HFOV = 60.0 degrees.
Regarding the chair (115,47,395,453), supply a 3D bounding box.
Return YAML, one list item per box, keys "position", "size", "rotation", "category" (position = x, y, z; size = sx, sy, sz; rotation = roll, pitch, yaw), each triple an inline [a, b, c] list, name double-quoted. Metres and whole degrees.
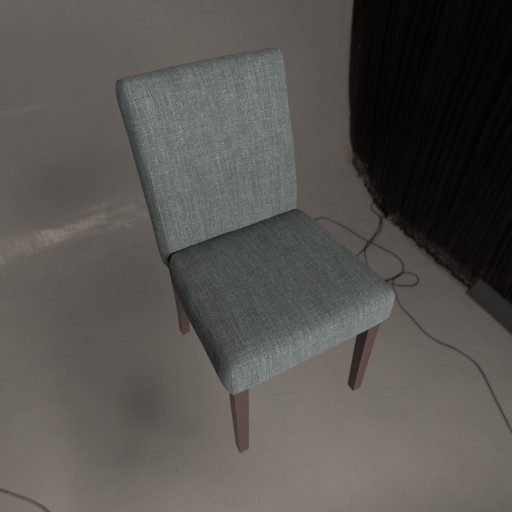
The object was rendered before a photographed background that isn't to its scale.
- position: [0.000, 0.000, 1.236]
  size: [0.487, 0.884, 0.629]
  rotation: [-21, 48, -20]
  category: "chair"
